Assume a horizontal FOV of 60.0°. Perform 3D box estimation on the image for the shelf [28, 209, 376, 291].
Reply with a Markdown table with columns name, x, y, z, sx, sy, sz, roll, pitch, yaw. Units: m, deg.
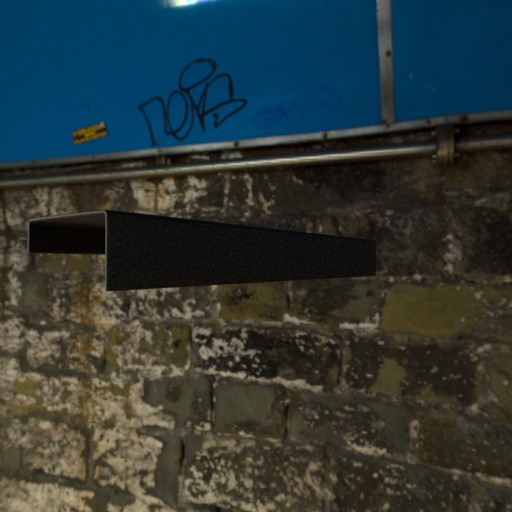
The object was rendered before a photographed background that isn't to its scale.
| name | x | y | z | sx | sy | sz | roll | pitch | yaw |
| --- | --- | --- | --- | --- | --- | --- | --- | --- | --- |
| shelf | 0.000 | 0.000 | 0.494 | 0.102 | 0.053 | 0.456 | -1 | -1 | 36 |
